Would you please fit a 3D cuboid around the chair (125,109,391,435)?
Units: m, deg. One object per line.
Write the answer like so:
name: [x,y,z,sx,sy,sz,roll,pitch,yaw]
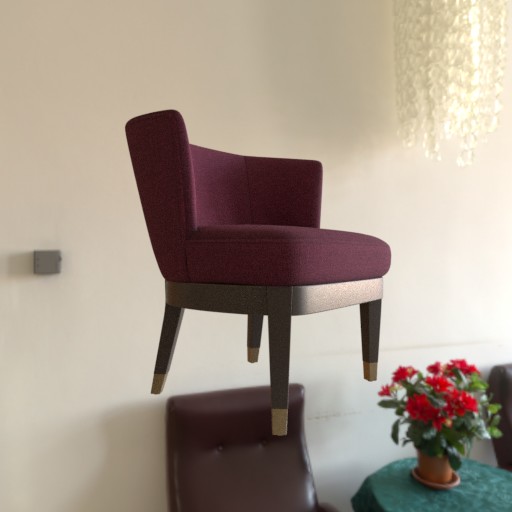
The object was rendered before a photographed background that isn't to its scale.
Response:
chair: [0.000,0.000,1.294,0.660,0.760,0.700,0,0,36]
